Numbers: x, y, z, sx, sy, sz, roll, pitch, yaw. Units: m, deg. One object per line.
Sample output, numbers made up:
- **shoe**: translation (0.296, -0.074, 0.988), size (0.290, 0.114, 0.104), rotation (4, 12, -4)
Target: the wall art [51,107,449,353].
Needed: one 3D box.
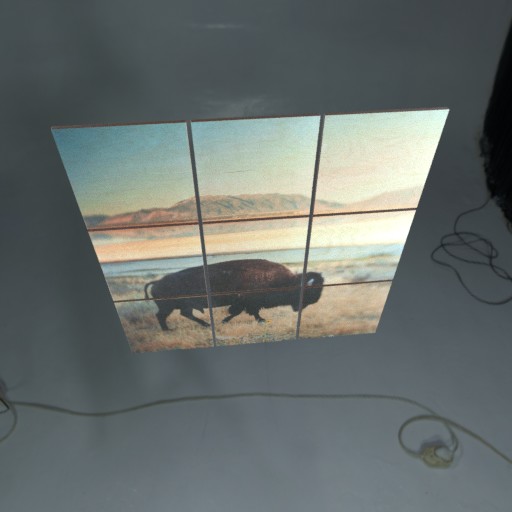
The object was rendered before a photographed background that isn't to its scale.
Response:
- **wall art**: translation (0.000, 0.000, 1.332), size (0.906, 0.904, 0.018), rotation (-4, 46, -4)
